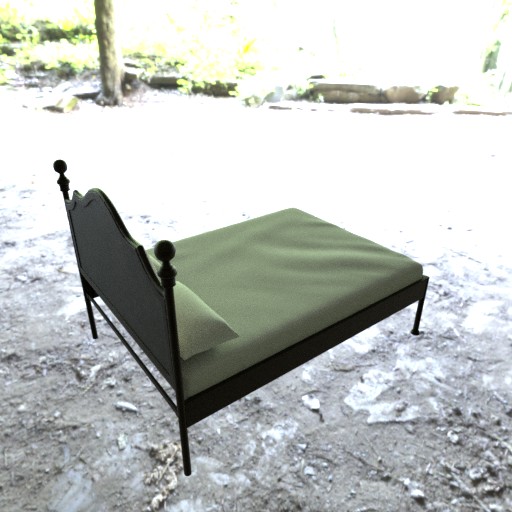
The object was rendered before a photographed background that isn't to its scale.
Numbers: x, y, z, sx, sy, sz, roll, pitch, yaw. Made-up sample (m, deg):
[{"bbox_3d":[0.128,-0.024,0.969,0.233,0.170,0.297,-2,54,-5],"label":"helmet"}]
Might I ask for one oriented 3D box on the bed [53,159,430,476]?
[{"bbox_3d":[0.000,0.000,3.326,2.224,1.499,1.642,-19,34,-32],"label":"bed"}]
